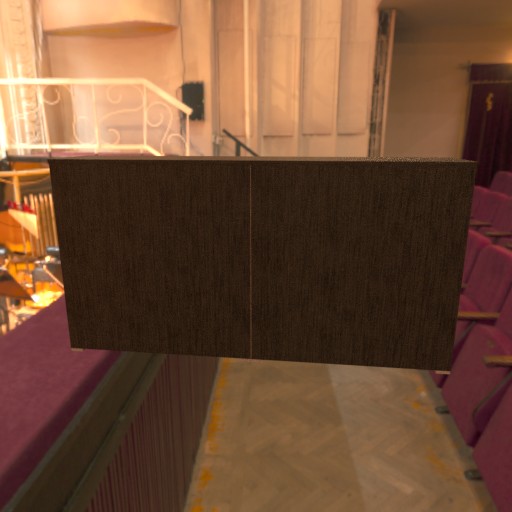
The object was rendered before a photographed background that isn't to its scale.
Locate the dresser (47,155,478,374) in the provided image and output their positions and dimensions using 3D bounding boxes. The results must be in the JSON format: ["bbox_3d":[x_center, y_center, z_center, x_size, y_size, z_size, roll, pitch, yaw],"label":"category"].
[{"bbox_3d":[0.000,0.000,1.831,1.535,0.790,0.333,2,15,7],"label":"dresser"}]
